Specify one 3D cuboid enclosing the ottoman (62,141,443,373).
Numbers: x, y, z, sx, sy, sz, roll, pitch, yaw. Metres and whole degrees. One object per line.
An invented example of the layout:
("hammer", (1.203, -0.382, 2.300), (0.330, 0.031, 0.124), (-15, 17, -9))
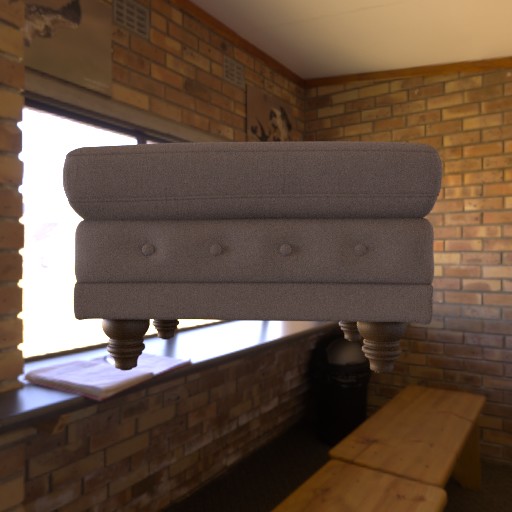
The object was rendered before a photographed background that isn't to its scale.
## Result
("ottoman", (0.000, 0.000, 1.146), (0.771, 0.500, 0.569), (0, 0, 3))
